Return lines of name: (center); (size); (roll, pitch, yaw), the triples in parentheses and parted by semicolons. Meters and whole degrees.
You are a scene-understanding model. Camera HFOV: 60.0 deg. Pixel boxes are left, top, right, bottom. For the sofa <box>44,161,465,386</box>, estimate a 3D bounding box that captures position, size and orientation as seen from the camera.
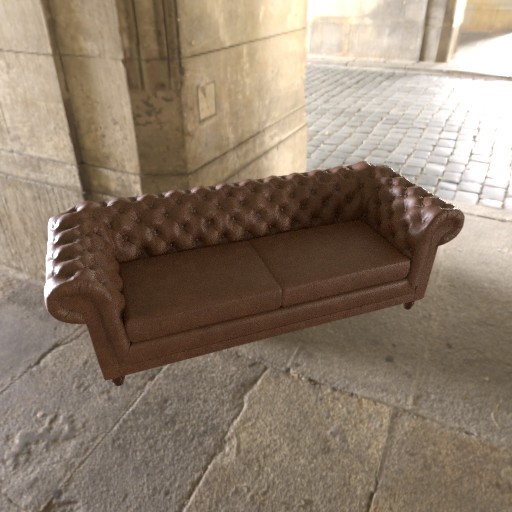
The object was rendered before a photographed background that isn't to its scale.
sofa: (0.000, 0.000, 2.849); (2.385, 0.783, 0.944); (-11, 34, -17)
